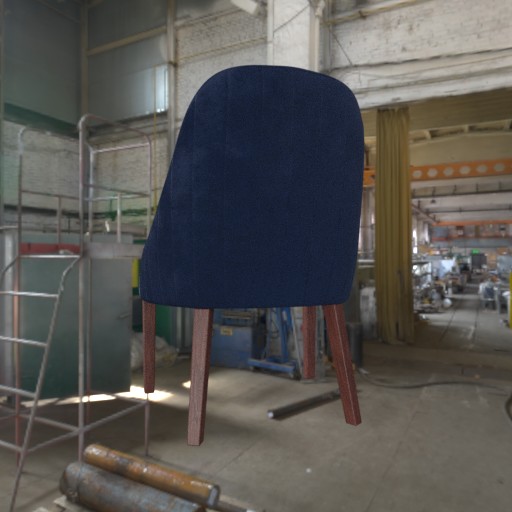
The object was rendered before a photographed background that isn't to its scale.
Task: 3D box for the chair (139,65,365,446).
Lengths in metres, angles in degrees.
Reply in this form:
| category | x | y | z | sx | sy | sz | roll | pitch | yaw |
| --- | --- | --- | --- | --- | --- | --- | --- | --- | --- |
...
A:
| category | x | y | z | sx | sy | sz | roll | pitch | yaw |
| --- | --- | --- | --- | --- | --- | --- | --- | --- | --- |
| chair | 0.000 | 0.000 | 1.297 | 0.643 | 0.889 | 0.575 | 0 | 0 | -18 |
